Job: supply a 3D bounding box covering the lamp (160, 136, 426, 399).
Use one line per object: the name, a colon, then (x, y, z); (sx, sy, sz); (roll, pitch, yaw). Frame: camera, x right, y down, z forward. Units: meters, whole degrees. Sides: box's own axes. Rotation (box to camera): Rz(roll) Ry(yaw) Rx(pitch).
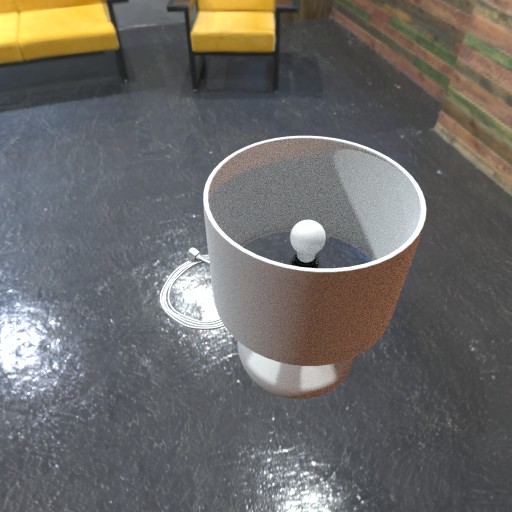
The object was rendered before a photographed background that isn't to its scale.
lamp: (0.000, 0.000, 0.849); (0.401, 0.457, 0.546); (-11, 46, -11)
